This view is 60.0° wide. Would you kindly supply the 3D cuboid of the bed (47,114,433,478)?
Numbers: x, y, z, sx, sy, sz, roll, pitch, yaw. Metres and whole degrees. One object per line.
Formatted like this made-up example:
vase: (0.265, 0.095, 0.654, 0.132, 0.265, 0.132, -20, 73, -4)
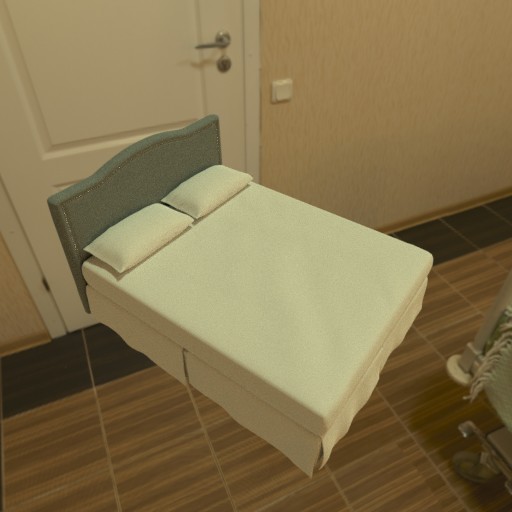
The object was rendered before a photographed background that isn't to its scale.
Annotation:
bed: (0.000, 0.000, 3.958, 2.689, 1.457, 2.161, 26, 47, 27)
